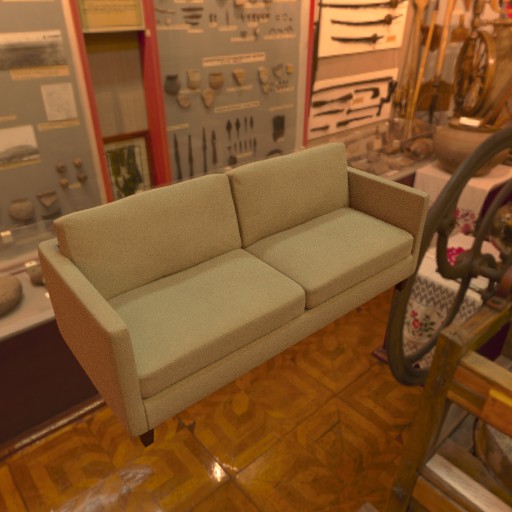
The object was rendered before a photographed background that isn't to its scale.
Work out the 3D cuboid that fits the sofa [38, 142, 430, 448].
[{"bbox_3d":[0.000,0.000,2.670,2.181,0.932,0.948,-23,37,-33],"label":"sofa"}]
